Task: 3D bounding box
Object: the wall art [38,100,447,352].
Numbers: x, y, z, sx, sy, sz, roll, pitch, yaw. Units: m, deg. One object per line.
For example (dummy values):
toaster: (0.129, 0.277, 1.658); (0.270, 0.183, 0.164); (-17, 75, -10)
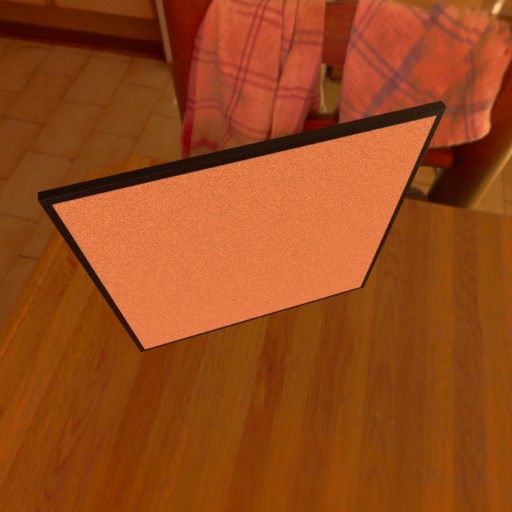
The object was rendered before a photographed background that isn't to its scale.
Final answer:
wall art: (0.000, 0.000, 0.674); (0.457, 0.458, 0.012); (-15, 60, -9)
